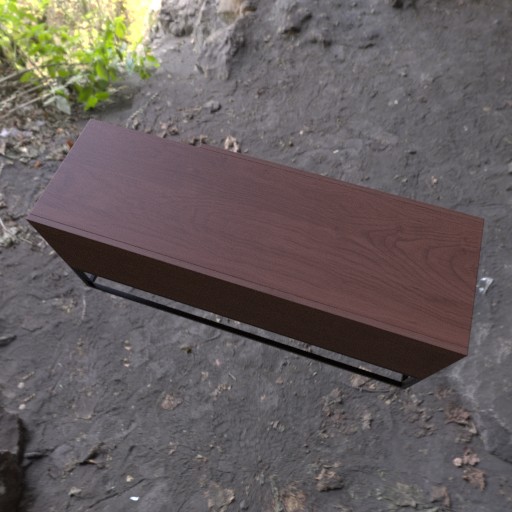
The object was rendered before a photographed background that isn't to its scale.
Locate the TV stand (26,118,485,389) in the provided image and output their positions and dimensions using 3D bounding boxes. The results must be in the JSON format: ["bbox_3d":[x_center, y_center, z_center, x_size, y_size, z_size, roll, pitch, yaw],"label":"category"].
[{"bbox_3d":[0.000,0.000,1.449,1.200,0.500,0.415,17,65,8],"label":"TV stand"}]
